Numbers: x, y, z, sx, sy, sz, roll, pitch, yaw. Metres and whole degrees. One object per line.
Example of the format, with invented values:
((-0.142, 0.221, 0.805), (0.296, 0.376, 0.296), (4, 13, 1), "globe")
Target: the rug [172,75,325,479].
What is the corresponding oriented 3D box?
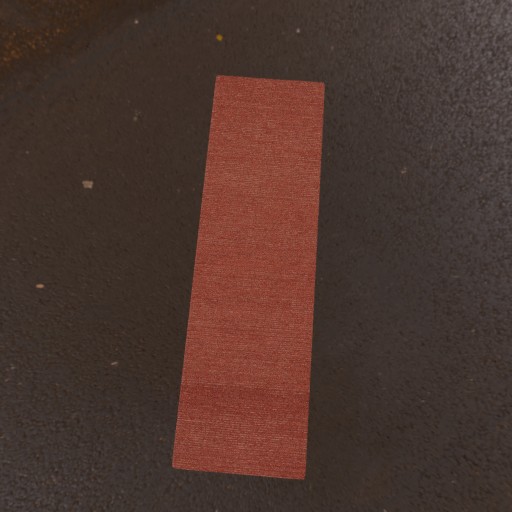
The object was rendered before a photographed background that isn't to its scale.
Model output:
((0.000, 0.000, 2.540), (0.687, 0.012, 2.307), (4, 77, 1), "rug")
